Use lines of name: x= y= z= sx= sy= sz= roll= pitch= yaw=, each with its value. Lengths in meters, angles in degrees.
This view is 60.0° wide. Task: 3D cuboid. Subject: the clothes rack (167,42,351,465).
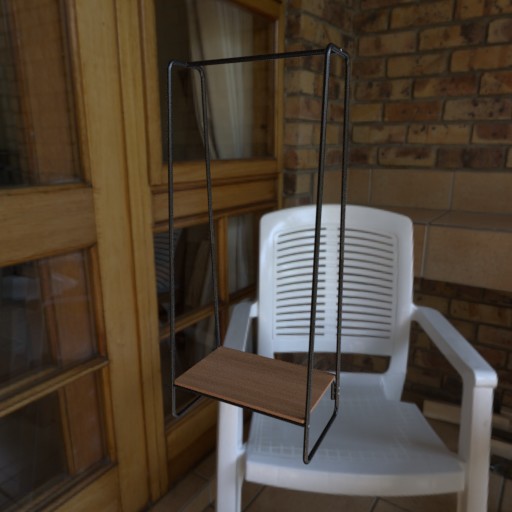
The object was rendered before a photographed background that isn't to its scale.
clothes rack: x=0.000 y=0.000 z=1.793 sx=0.640 sy=1.500 sz=0.400 roll=8 pitch=16 yaw=27
